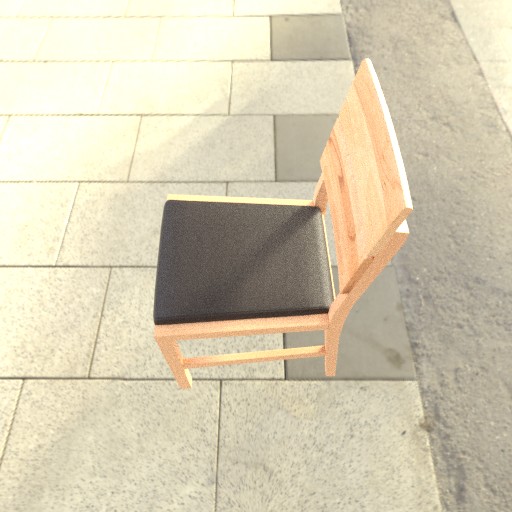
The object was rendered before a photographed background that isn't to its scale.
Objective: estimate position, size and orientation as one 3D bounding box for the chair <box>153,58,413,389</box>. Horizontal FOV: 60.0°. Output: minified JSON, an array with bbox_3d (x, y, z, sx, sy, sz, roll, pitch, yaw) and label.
[{"bbox_3d":[0.000,0.000,1.271,0.560,0.950,0.475,-2,58,-1],"label":"chair"}]
